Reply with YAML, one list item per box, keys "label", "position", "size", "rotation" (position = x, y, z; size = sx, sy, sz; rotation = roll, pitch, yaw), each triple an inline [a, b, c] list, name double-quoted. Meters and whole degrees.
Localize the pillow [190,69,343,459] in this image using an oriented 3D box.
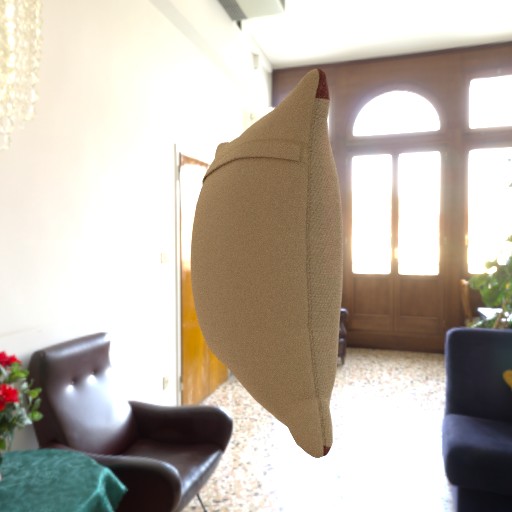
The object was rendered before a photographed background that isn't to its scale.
- label: "pillow"
  position: [0.000, 0.000, 0.804]
  size: [0.229, 0.506, 0.536]
  rotation: [-1, 2, -18]
